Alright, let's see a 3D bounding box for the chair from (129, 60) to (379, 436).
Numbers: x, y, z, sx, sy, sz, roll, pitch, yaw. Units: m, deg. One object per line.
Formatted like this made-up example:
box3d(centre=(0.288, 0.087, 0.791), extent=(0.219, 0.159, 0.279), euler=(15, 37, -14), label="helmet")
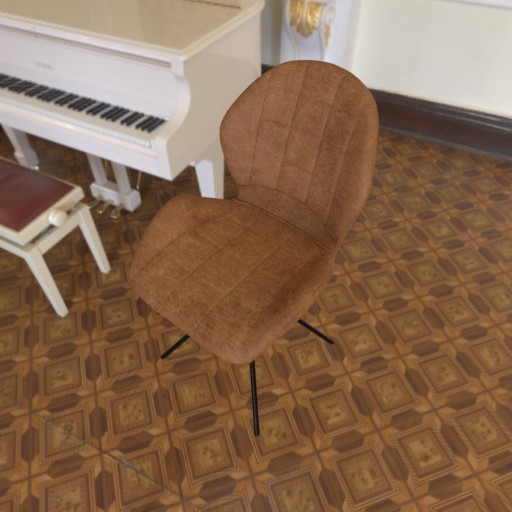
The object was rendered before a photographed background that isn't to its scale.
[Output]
box3d(centre=(0.000, 0.000, 1.295), extent=(0.527, 0.929, 0.640), euler=(31, 54, 26), label="chair")
